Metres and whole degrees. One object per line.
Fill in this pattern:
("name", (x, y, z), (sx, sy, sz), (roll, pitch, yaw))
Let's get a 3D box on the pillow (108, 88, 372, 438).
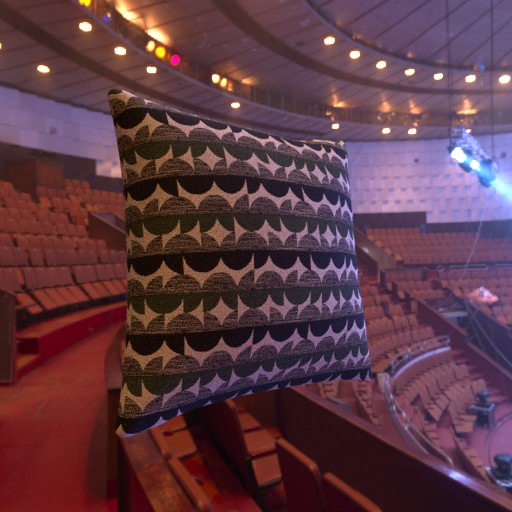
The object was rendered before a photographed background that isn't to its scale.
("pillow", (0.000, 0.000, 0.630), (0.419, 0.404, 0.180), (0, -1, -36))
